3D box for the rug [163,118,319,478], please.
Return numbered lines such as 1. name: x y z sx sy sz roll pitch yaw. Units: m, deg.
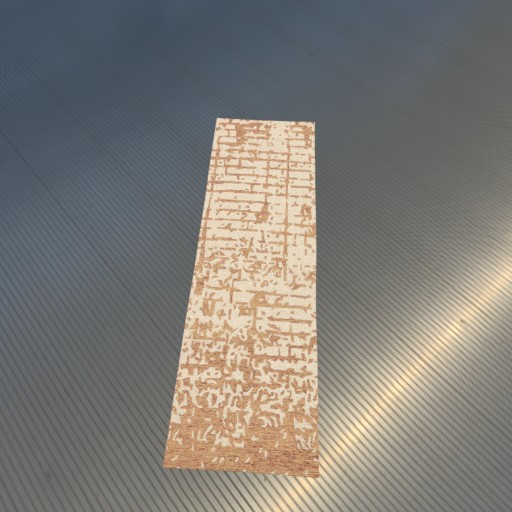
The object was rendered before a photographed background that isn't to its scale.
1. rug: 0.000 0.000 2.754 0.750 0.011 2.435 3 59 2
